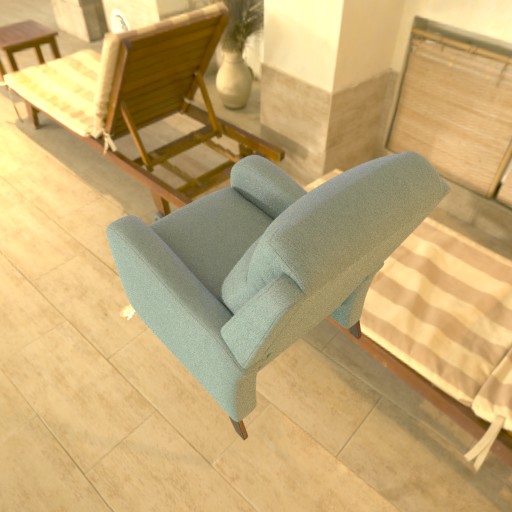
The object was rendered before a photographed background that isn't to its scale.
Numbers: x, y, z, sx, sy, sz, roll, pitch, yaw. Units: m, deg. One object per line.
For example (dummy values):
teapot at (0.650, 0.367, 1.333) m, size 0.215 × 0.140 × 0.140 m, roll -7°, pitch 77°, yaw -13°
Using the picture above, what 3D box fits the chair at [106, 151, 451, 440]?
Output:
chair at (0.000, 0.000, 1.706) m, size 0.785 × 1.067 × 0.988 m, roll -32°, pitch 53°, yaw -28°
